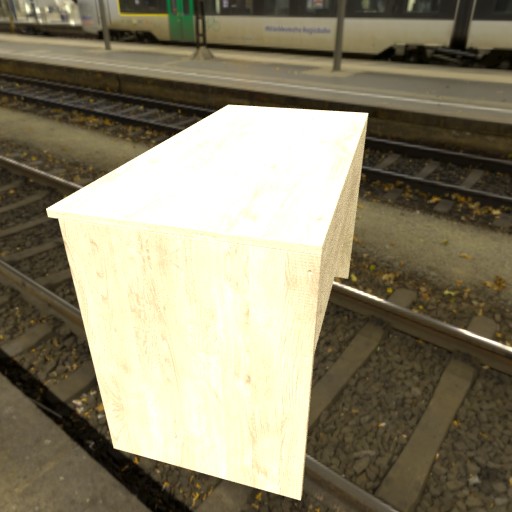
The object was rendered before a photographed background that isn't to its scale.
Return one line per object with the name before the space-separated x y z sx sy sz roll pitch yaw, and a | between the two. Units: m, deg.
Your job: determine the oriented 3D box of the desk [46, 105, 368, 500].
desk | 0.000 0.000 1.465 0.560 0.730 1.100 8 31 14
